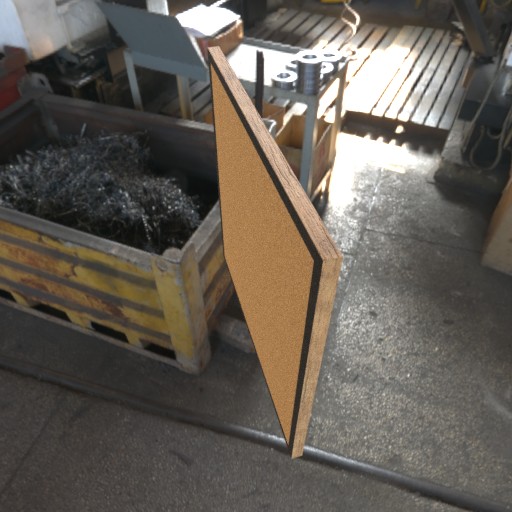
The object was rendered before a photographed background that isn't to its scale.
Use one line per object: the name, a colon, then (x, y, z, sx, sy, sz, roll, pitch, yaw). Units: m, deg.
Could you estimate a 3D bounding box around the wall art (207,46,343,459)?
wall art: (0.000, 0.000, 1.037, 0.029, 0.691, 0.695, -12, 48, -11)
